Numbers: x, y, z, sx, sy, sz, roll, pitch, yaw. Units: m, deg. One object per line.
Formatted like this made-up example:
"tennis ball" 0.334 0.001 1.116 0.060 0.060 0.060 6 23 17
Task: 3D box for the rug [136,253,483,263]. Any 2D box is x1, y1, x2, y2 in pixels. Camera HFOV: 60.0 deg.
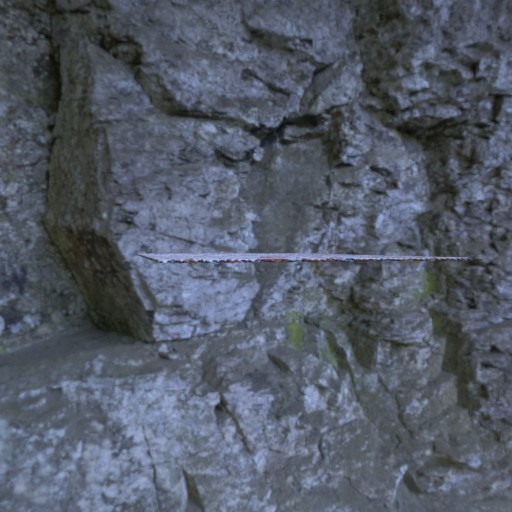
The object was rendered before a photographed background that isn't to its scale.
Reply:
"rug" 0.000 0.000 2.458 1.218 0.010 1.997 0 1 -17
